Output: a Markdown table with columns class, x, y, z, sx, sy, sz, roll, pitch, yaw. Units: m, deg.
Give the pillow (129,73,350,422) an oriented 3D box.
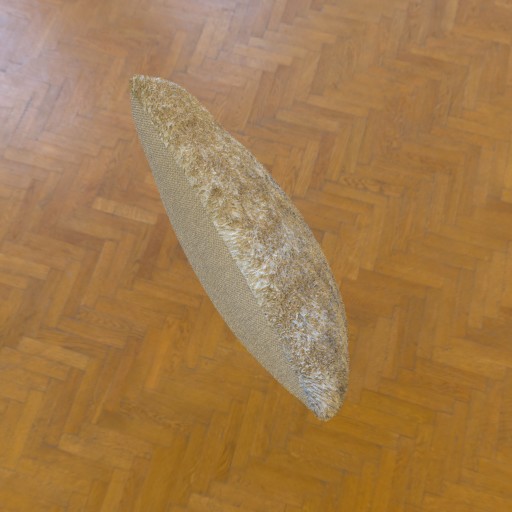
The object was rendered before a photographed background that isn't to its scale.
| class | x | y | z | sx | sy | sz | roll | pitch | yaw |
| --- | --- | --- | --- | --- | --- | --- | --- | --- | --- |
| pillow | 0.000 | 0.000 | 0.796 | 0.218 | 0.515 | 0.529 | -29 | 77 | -8 |
